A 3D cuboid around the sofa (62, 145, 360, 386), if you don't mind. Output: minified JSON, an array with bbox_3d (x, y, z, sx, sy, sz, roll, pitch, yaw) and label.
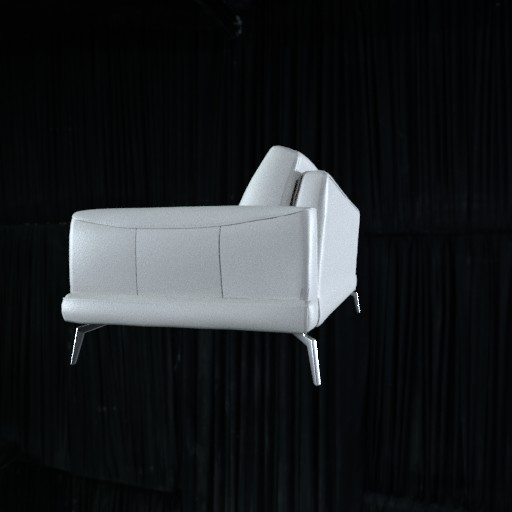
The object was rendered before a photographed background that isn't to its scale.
[{"bbox_3d":[0.000,0.000,2.715,1.121,0.930,2.177,0,0,17],"label":"sofa"}]
